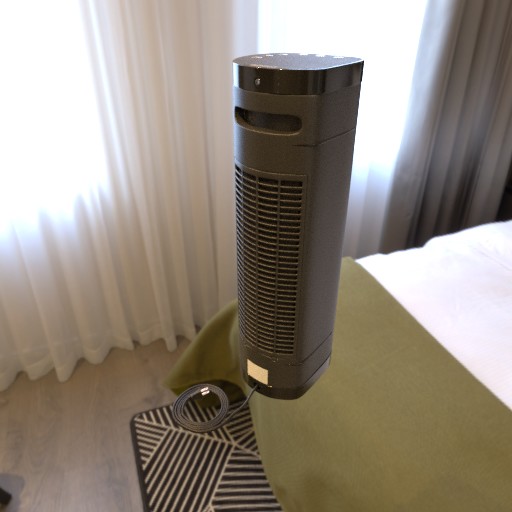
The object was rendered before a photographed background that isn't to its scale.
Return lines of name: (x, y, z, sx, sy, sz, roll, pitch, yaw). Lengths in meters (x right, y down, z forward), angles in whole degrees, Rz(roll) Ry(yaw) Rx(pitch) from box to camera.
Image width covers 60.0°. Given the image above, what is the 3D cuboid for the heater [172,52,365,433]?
heater: (0.000, 0.000, 0.689, 0.174, 0.552, 0.312, 22, 37, 32)
